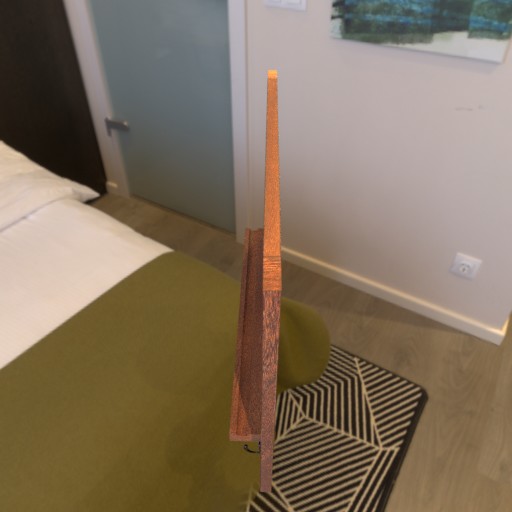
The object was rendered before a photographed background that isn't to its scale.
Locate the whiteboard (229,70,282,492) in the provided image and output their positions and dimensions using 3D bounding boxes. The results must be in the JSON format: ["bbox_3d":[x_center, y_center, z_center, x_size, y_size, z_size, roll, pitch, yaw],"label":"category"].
[{"bbox_3d":[0.000,0.000,0.994,0.083,0.559,0.783,1,40,1],"label":"whiteboard"}]
